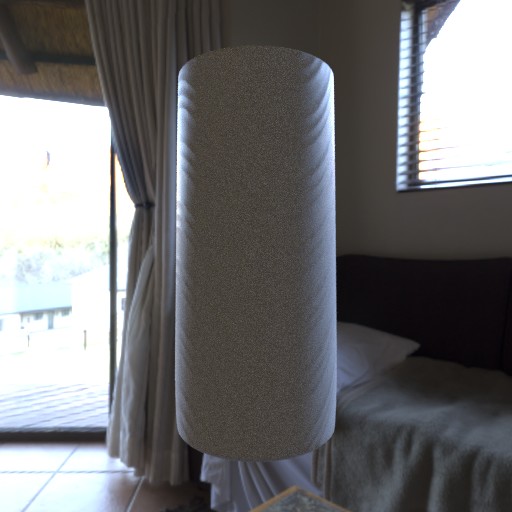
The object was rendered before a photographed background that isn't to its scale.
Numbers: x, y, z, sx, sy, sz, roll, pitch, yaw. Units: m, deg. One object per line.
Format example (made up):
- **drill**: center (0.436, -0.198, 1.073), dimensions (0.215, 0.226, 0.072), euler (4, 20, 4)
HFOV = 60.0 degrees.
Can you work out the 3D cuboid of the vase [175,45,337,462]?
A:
- **vase**: center (0.000, 0.000, 0.399), dimensions (0.143, 0.316, 0.143), euler (0, 0, 0)
